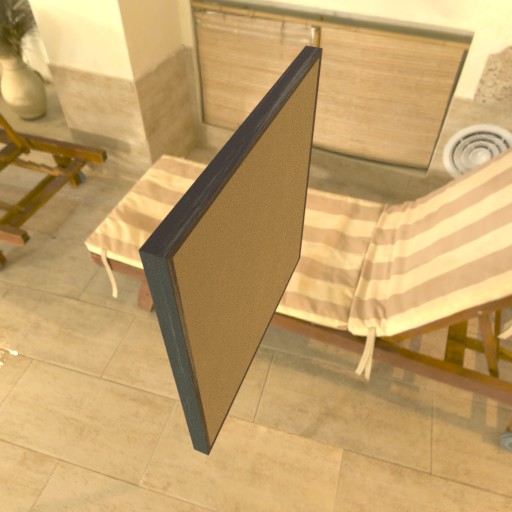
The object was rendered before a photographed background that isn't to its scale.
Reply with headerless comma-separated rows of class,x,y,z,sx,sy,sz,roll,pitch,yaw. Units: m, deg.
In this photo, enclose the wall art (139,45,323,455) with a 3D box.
wall art,0.000,0.000,1.131,0.043,0.758,0.762,17,49,15
